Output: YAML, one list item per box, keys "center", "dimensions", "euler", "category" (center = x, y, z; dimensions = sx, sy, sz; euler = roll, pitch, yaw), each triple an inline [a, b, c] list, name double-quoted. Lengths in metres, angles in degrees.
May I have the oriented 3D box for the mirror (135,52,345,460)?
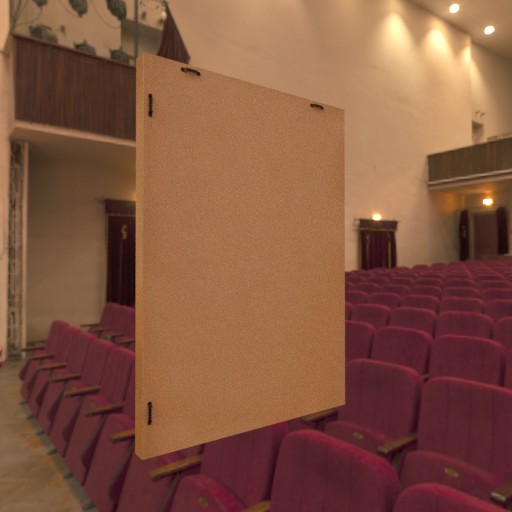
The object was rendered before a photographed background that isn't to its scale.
- center: [0.000, 0.000, 0.931]
  dimensions: [0.507, 0.710, 0.039]
  euler: [0, -1, -36]
  category: "mirror"
